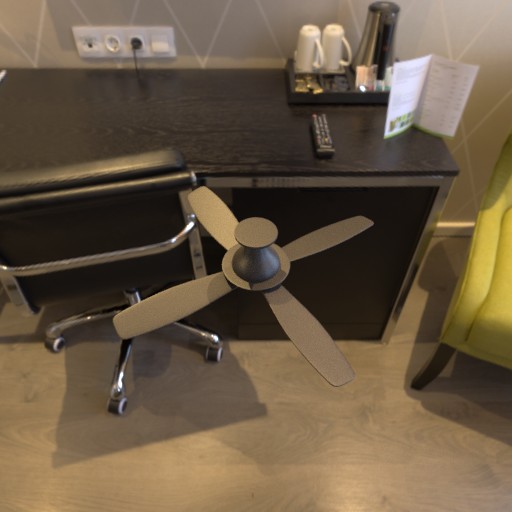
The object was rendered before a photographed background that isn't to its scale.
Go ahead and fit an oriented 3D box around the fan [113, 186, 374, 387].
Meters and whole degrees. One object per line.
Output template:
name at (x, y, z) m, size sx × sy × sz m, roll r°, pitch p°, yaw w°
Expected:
fan at (0.000, 0.000, 2.526) m, size 1.694 × 0.382 × 1.694 m, roll -23°, pitch 51°, yaw -20°
